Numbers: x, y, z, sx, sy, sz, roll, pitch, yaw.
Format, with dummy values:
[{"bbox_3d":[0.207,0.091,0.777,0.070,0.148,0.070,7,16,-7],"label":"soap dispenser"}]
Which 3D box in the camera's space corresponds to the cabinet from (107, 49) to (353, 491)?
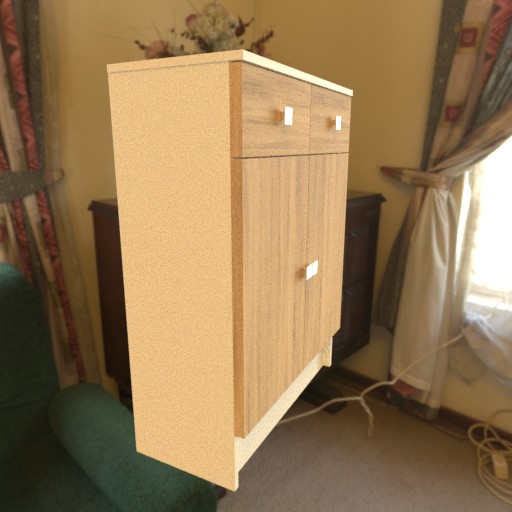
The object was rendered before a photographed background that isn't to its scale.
[{"bbox_3d":[0.000,0.000,1.094,0.296,0.815,0.600,7,16,27],"label":"cabinet"}]
